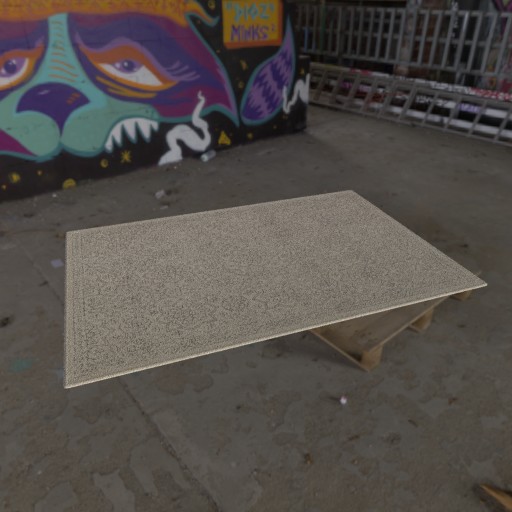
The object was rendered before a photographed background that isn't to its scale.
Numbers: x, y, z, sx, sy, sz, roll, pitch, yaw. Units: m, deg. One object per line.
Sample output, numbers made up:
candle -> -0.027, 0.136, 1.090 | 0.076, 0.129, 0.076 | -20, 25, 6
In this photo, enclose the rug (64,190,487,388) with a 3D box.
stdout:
rug -> 0.000, 0.000, 2.263 | 1.829, 0.010, 1.219 | -10, 32, -17
